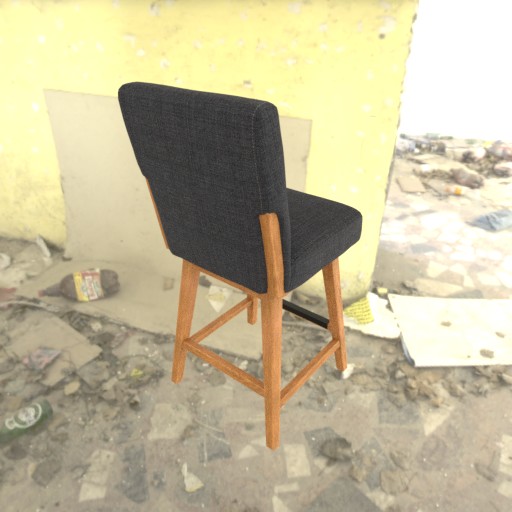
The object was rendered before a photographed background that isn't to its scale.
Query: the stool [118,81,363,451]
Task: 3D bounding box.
[{"bbox_3d":[0.000,0.000,1.339,0.459,1.010,0.526,22,36,33],"label":"stool"}]
